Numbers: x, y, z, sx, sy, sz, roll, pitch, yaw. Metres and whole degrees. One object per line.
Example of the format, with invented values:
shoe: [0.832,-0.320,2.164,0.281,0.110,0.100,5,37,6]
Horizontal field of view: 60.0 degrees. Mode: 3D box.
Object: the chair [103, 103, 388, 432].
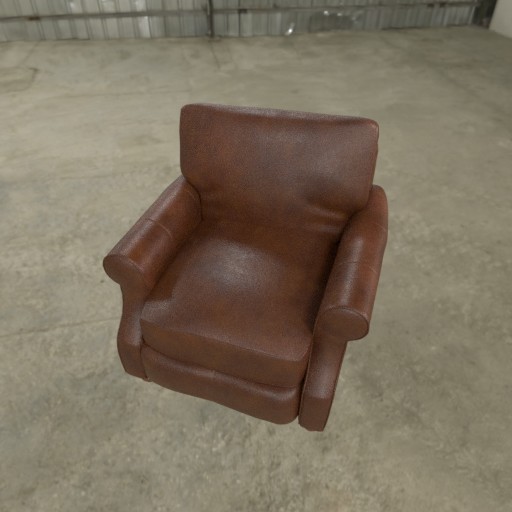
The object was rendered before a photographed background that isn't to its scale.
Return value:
chair: [0.000,0.000,1.811,0.989,0.972,0.992,12,41,14]
